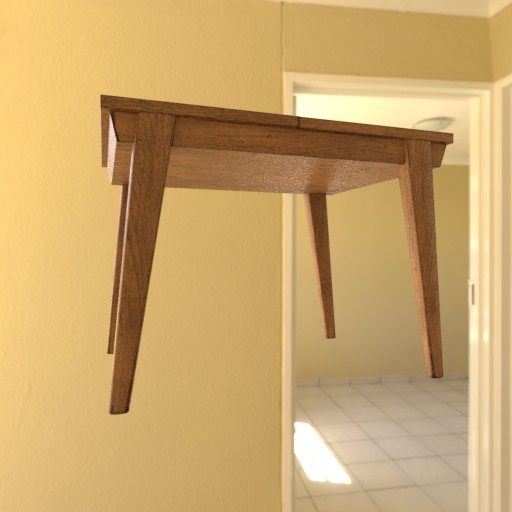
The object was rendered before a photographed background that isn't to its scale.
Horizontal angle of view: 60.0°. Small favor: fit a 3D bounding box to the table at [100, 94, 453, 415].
[{"bbox_3d":[0.000,0.000,1.560,1.027,0.760,0.757,0,0,-19],"label":"table"}]
